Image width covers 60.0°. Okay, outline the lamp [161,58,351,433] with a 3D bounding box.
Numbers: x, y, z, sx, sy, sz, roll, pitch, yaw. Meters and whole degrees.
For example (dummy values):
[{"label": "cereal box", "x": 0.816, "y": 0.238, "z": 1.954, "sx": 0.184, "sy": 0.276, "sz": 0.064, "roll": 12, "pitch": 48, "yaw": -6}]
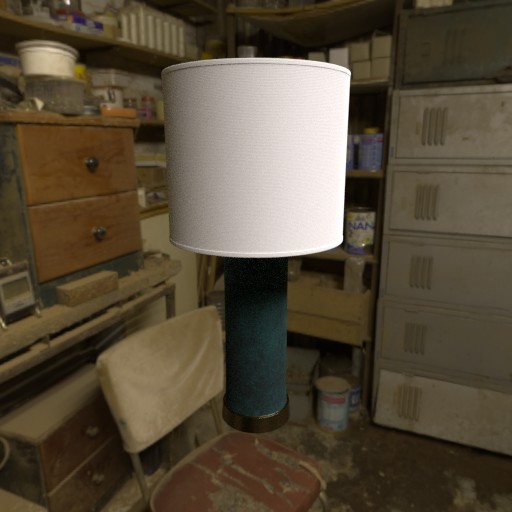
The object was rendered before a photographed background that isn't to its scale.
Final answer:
[{"label": "lamp", "x": 0.000, "y": 0.000, "z": 0.791, "sx": 0.301, "sy": 0.630, "sz": 0.301, "roll": 7, "pitch": 16, "yaw": 25}]
